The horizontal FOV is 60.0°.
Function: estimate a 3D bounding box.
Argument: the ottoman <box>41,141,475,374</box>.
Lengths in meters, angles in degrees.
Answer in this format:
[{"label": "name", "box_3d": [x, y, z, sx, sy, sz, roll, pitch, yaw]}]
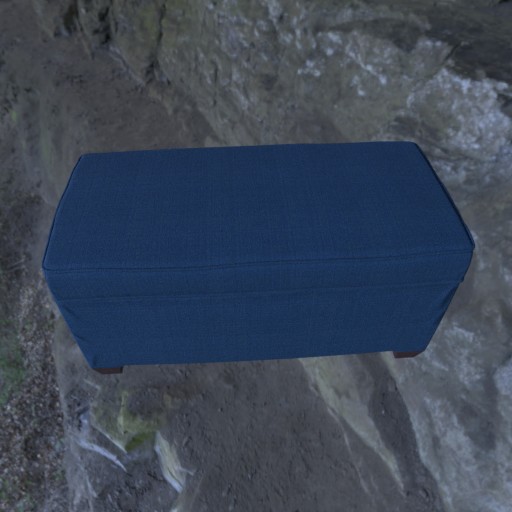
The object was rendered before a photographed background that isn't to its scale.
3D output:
[{"label": "ottoman", "box_3d": [0.000, 0.000, 1.230, 0.943, 0.474, 0.474, -3, 47, -2]}]
